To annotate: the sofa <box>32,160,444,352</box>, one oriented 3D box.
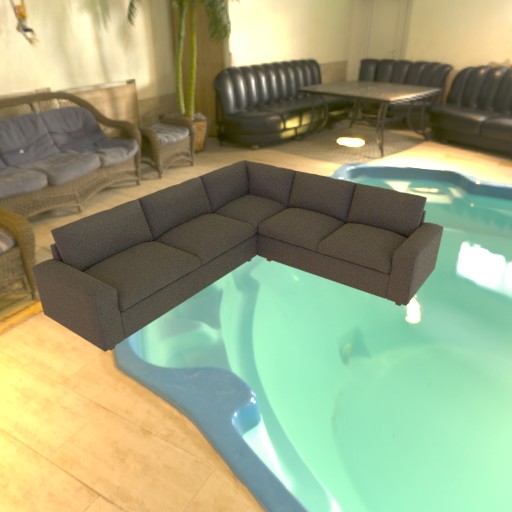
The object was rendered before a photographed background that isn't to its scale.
[{"bbox_3d":[0.000,0.000,4.670,2.895,0.965,3.277,19,33,31],"label":"sofa"}]
